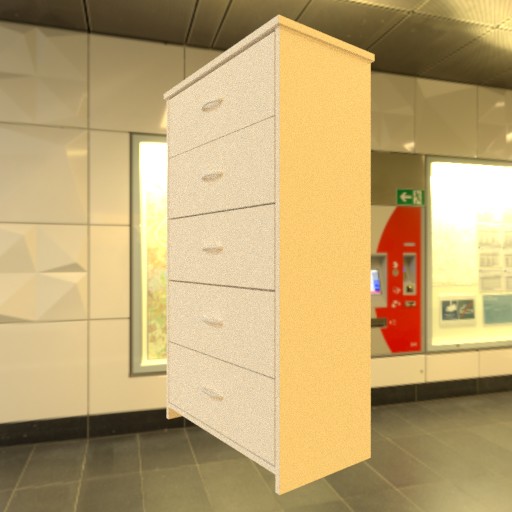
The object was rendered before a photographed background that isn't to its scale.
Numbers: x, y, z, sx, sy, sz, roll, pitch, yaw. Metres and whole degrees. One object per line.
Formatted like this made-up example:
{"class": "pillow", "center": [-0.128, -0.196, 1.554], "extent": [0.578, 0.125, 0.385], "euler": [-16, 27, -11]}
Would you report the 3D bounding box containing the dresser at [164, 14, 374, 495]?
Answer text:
{"class": "dresser", "center": [0.000, 0.000, 1.545], "extent": [0.399, 1.255, 0.704], "euler": [0, 0, -36]}
